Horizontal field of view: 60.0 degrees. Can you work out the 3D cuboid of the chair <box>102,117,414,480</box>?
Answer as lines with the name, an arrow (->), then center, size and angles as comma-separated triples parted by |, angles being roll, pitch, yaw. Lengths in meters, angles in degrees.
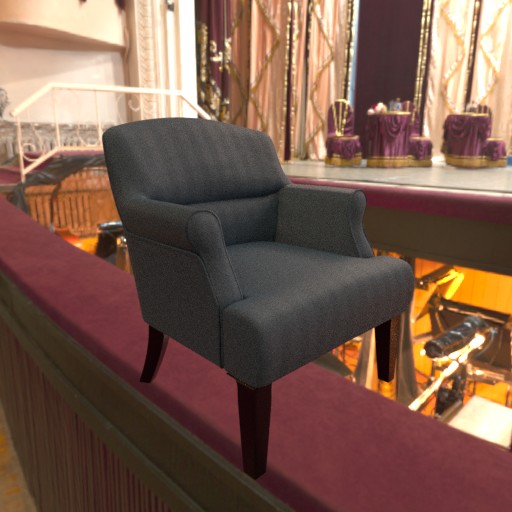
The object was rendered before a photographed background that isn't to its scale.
chair -> 0.000, 0.000, 1.426 | 0.770, 0.878, 0.754 | -14, 20, -43
